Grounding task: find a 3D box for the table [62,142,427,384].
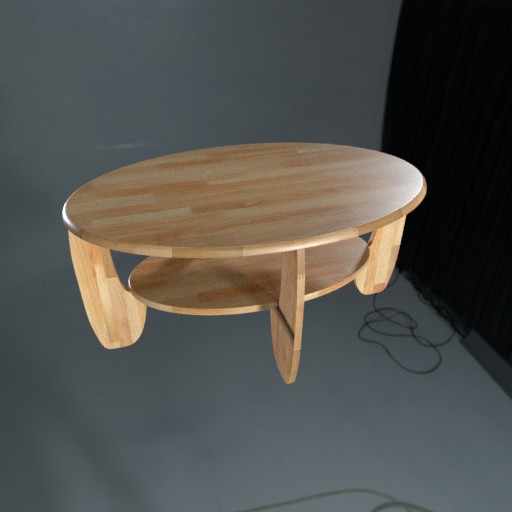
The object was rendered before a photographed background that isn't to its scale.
[{"bbox_3d":[0.000,0.000,1.377,1.040,0.490,0.690,-10,34,-15],"label":"table"}]
